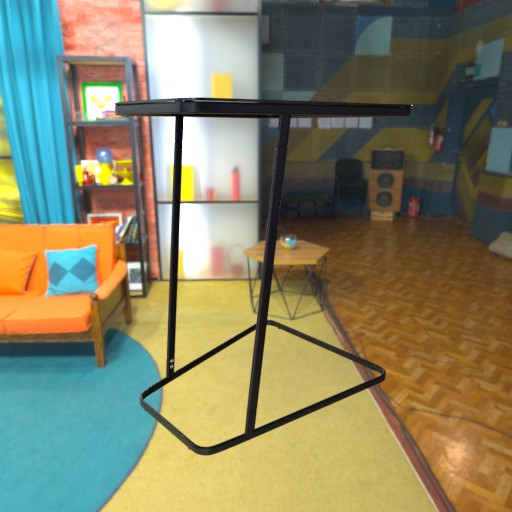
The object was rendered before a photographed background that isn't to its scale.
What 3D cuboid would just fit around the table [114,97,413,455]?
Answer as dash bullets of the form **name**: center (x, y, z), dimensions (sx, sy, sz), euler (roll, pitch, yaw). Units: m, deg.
- **table**: center (0.000, 0.000, 0.965), dimensions (0.500, 0.624, 0.427), euler (-15, 22, -41)
